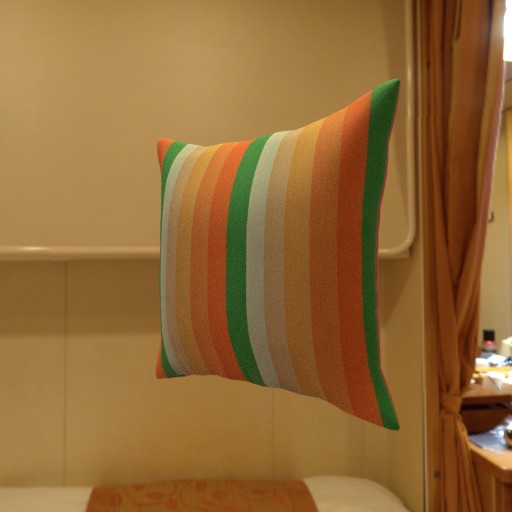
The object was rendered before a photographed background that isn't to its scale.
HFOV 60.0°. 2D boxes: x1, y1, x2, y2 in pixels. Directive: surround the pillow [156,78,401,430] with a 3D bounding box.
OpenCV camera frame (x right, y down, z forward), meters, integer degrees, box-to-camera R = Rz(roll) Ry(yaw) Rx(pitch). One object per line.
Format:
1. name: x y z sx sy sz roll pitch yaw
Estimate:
1. pillow: 0.000 0.000 0.689 0.453 0.444 0.169 -1 -2 36
